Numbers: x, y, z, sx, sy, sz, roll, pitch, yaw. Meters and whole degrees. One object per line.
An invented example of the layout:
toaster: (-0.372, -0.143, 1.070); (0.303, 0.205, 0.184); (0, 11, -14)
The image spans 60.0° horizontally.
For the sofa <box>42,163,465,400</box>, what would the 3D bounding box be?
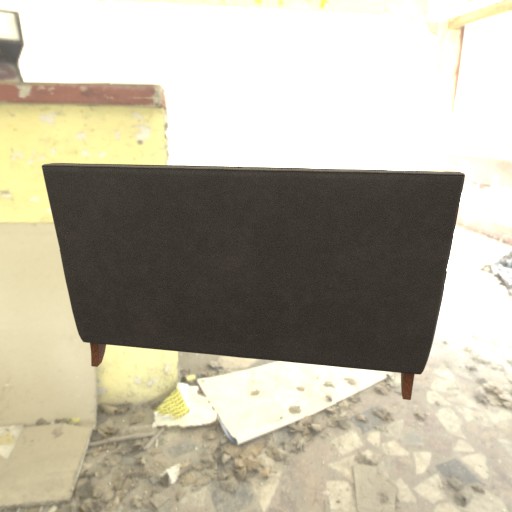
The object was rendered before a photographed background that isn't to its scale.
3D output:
sofa: (0.000, 0.000, 2.000); (1.473, 0.871, 0.787); (3, 18, 10)
